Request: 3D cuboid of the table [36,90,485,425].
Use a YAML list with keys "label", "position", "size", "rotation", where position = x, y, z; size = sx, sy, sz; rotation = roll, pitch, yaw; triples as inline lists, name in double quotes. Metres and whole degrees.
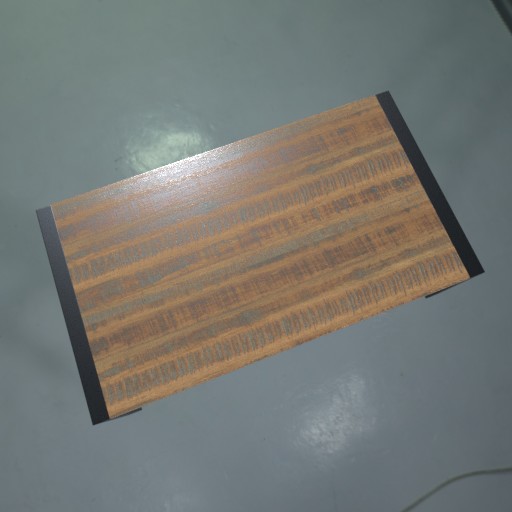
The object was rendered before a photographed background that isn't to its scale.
- label: "table"
  position: [0.000, 0.000, 1.698]
  size: [1.350, 0.400, 0.750]
  rotation: [-20, 76, -5]
